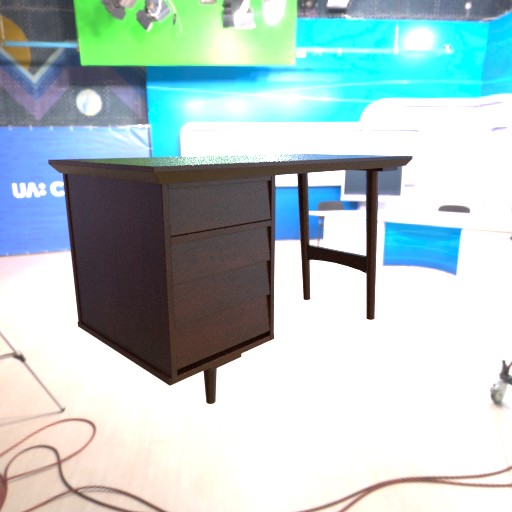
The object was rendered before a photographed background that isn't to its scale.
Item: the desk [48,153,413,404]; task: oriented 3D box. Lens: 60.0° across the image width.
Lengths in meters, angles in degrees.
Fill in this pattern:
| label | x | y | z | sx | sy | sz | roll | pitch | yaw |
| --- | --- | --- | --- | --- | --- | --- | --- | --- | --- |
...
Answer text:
| label | x | y | z | sx | sy | sz | roll | pitch | yaw |
| --- | --- | --- | --- | --- | --- | --- | --- | --- | --- |
| desk | 0.000 | 0.000 | 1.744 | 0.612 | 0.758 | 1.277 | 14 | 20 | 43 |
